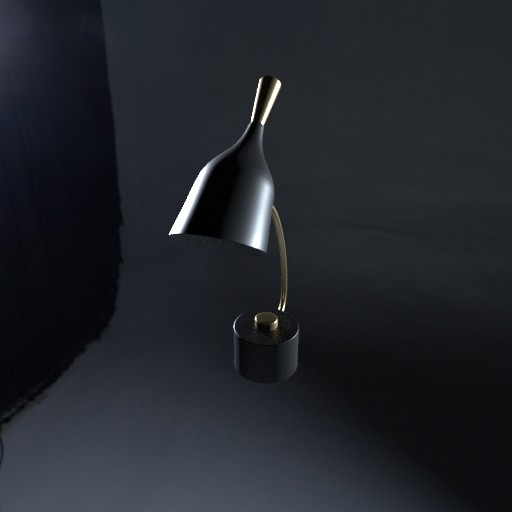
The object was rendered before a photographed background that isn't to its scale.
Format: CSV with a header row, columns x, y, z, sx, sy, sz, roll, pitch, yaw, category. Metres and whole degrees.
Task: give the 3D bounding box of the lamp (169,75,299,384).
x,y,z,sx,sy,sz,roll,pitch,yaw,category
0.000,0.000,0.623,0.110,0.464,0.352,8,27,16,lamp
